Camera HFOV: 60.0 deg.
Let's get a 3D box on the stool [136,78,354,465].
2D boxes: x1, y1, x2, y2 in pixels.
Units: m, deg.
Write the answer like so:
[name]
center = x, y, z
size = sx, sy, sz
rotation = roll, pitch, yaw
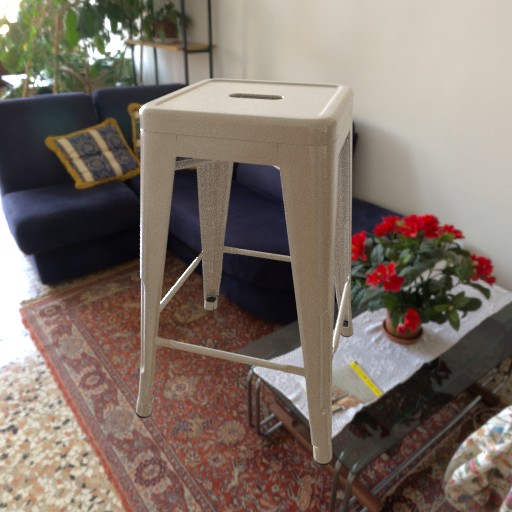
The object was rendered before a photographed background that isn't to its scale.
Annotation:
[stool]
center = 0.000, 0.000, 0.875
size = 0.406, 0.610, 0.406
rotation = 9, 32, 14
